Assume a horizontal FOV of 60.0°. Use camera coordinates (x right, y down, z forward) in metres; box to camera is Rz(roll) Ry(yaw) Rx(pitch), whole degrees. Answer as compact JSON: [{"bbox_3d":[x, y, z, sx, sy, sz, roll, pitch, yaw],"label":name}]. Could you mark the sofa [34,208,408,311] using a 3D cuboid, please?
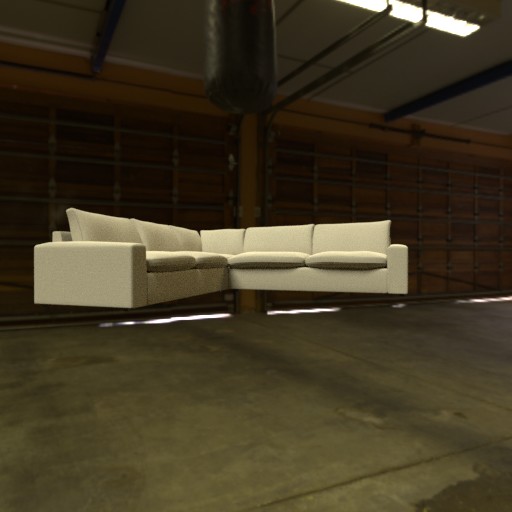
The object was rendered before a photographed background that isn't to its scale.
[{"bbox_3d":[0.000,0.000,4.941,3.206,0.918,3.066,0,0,19],"label":"sofa"}]
